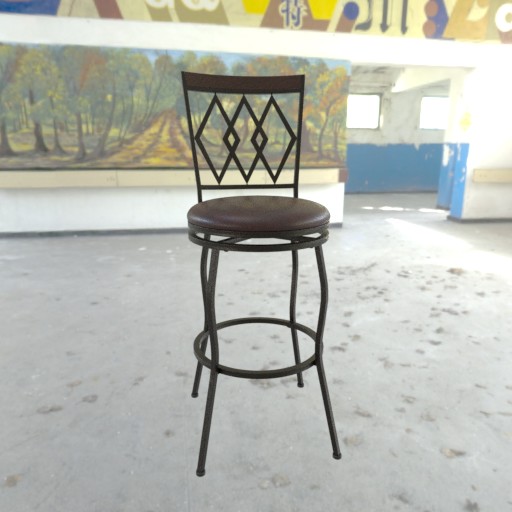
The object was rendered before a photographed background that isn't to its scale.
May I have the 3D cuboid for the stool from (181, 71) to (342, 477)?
[{"bbox_3d":[0.000,0.000,1.388,0.432,1.134,0.521,-2,14,-10],"label":"stool"}]
